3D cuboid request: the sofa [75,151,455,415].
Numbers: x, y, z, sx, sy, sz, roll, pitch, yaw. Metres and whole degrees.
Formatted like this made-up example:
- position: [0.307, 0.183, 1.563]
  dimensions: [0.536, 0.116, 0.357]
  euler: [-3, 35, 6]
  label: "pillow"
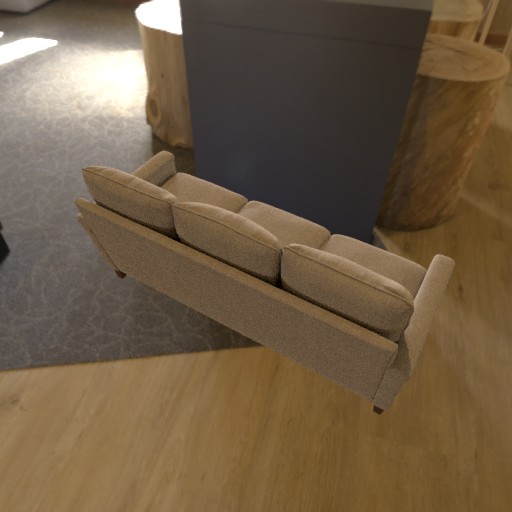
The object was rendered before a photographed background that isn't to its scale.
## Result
- position: [0.000, 0.000, 2.475]
  dimensions: [1.925, 0.959, 0.828]
  euler: [24, 52, 20]
  label: "sofa"
